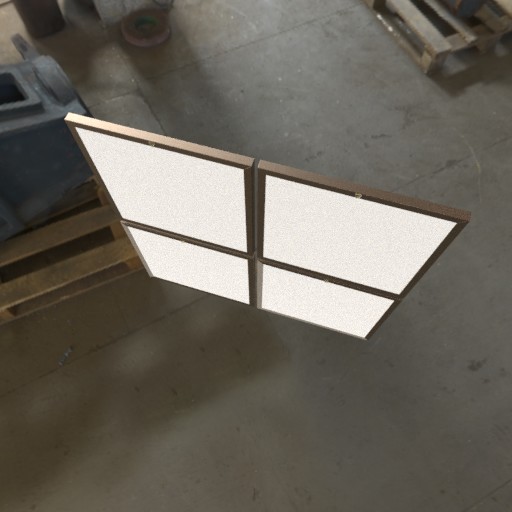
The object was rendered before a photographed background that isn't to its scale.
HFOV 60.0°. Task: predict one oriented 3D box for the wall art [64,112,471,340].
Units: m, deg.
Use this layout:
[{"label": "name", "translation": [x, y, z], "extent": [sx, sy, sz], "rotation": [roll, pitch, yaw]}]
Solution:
[{"label": "wall art", "translation": [0.000, 0.000, 1.547], "extent": [1.032, 1.032, 0.030], "rotation": [16, 65, 7]}]
